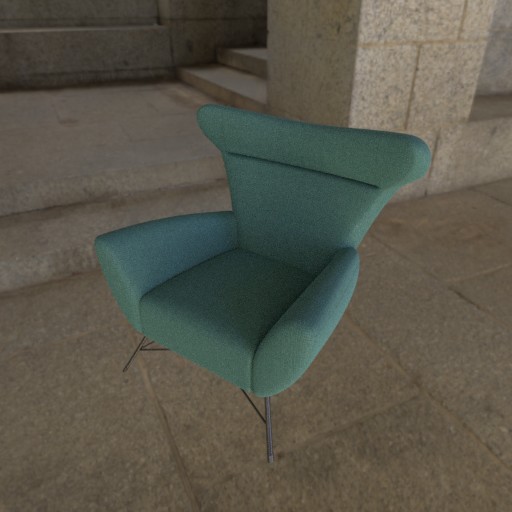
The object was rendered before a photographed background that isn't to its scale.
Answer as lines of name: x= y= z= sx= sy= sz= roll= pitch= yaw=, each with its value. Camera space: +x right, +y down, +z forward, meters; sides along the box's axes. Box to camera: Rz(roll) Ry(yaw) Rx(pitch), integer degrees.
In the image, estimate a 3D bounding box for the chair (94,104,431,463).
chair: x=0.000 y=0.000 z=1.783 sx=1.050 sy=0.980 sz=0.900 roll=20 pitch=36 yaw=29
